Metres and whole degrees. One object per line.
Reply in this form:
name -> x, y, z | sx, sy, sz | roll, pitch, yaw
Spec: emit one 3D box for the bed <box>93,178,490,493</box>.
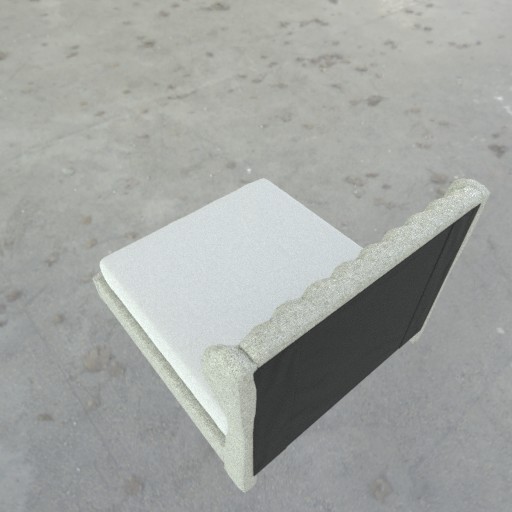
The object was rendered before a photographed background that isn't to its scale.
bed -> 0.000, 0.000, 3.709 | 2.219, 1.771, 2.347 | -31, 54, -26
